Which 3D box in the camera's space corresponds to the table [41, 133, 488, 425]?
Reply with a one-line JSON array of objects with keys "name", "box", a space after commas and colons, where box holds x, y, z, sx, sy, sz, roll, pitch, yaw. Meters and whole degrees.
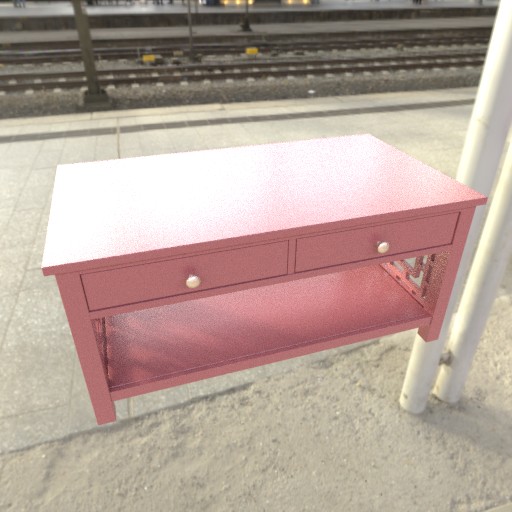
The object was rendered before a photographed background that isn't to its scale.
[{"name": "table", "box": [0.000, 0.000, 1.367, 1.068, 0.493, 0.612, -10, 33, -15]}]
